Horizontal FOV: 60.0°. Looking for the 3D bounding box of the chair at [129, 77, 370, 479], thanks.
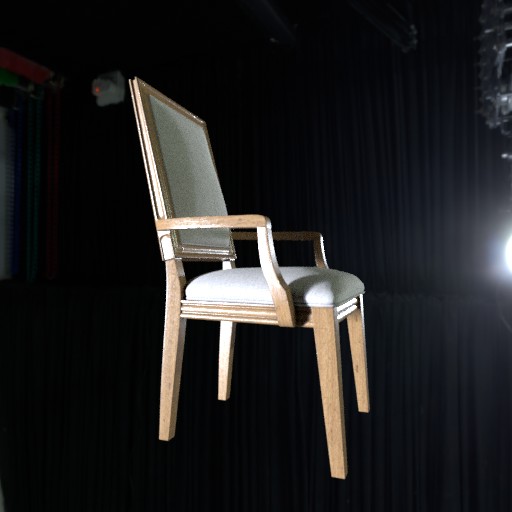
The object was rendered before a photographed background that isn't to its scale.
[{"bbox_3d":[0.000,0.000,1.318,0.602,0.990,0.606,0,-1,20],"label":"chair"}]
